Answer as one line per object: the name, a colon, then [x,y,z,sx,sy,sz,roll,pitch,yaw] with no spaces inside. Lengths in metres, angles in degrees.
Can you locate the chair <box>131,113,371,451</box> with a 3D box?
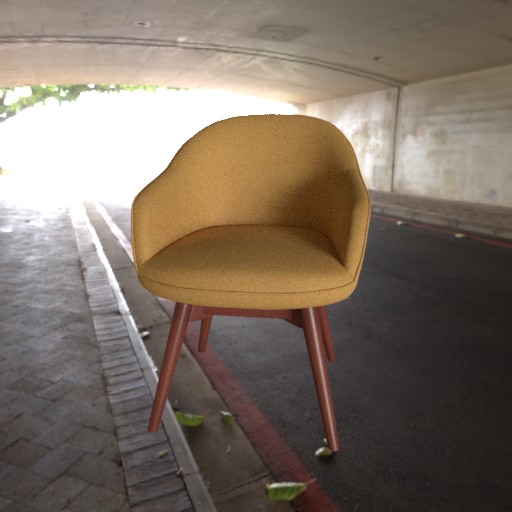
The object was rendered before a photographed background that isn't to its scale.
chair: [0.000,0.000,1.269,0.596,0.823,0.635,2,14,9]
